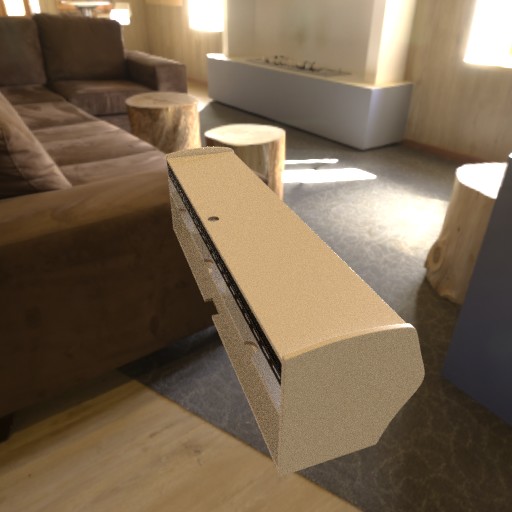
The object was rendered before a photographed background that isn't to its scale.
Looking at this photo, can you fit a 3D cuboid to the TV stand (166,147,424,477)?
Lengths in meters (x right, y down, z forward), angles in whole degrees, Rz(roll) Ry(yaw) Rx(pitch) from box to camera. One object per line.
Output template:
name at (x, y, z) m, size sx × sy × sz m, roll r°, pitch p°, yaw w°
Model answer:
TV stand at (0.000, 0.000, 1.687) m, size 0.397 × 0.424 × 1.473 m, roll -10°, pitch 32°, yaw -17°
